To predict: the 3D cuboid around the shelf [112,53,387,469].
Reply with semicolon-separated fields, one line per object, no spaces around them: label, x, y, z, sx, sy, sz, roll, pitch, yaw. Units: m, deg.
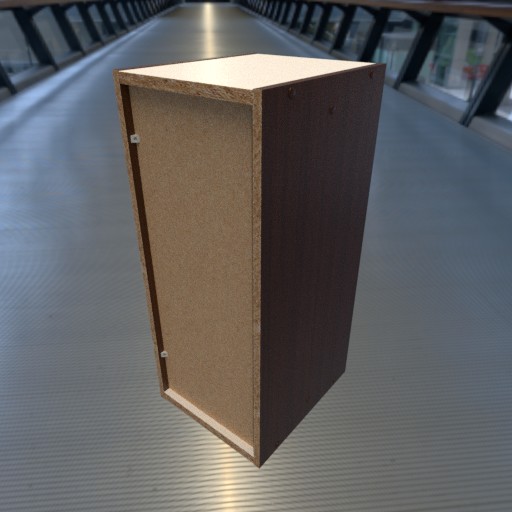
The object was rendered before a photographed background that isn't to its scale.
shelf;0.000;0.000;0.758;0.253;0.600;0.290;22;36;33
